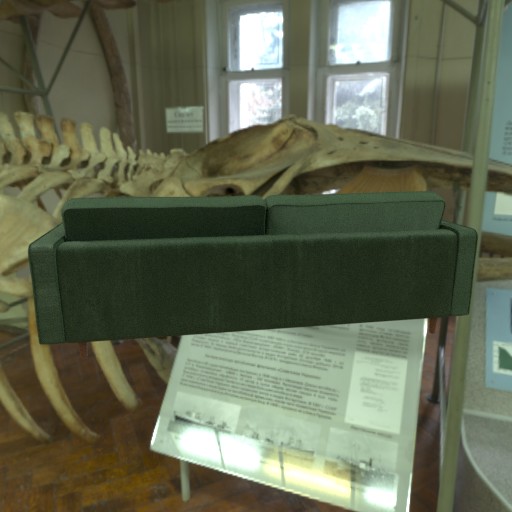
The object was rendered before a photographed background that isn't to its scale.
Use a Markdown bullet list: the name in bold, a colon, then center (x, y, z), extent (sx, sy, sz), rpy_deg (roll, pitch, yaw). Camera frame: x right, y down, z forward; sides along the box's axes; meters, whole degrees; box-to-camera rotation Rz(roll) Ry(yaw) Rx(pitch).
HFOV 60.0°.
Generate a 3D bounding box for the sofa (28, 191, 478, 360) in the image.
- **sofa**: center (0.000, 0.000, 2.584), extent (2.199, 0.769, 0.918), rpy_deg (-2, 14, -9)
